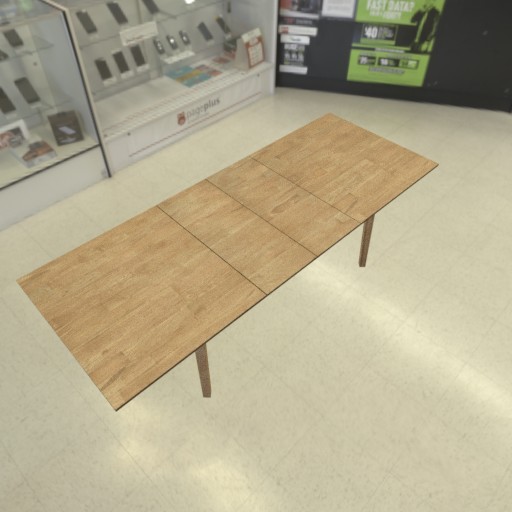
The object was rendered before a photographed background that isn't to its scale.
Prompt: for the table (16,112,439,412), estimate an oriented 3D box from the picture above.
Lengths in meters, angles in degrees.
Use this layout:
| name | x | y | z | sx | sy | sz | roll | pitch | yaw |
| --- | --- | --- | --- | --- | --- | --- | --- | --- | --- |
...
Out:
| name | x | y | z | sx | sy | sz | roll | pitch | yaw |
| --- | --- | --- | --- | --- | --- | --- | --- | --- | --- |
| table | 0.000 | 0.000 | 3.017 | 2.603 | 0.752 | 1.000 | -35 | 55 | -28 |
